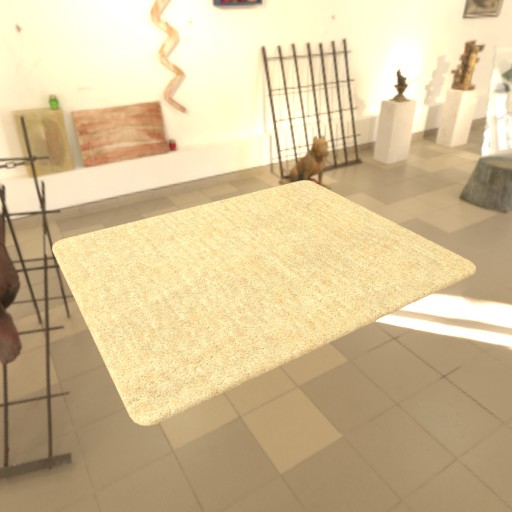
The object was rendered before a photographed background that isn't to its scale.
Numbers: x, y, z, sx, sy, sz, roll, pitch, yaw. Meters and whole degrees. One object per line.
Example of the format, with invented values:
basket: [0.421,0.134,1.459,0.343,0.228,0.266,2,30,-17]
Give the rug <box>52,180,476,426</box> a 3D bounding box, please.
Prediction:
rug: [0.000,0.000,3.297,2.528,0.048,2.009,-18,35,-27]
